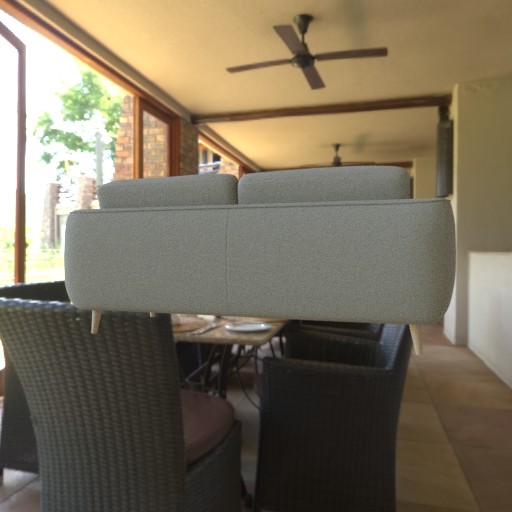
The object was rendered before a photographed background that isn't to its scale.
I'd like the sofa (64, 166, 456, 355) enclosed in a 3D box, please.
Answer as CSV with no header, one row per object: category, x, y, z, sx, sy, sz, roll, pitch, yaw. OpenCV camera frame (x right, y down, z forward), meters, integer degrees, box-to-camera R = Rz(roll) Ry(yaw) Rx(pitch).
sofa,0.000,0.000,2.491,2.000,0.850,0.920,0,1,17
